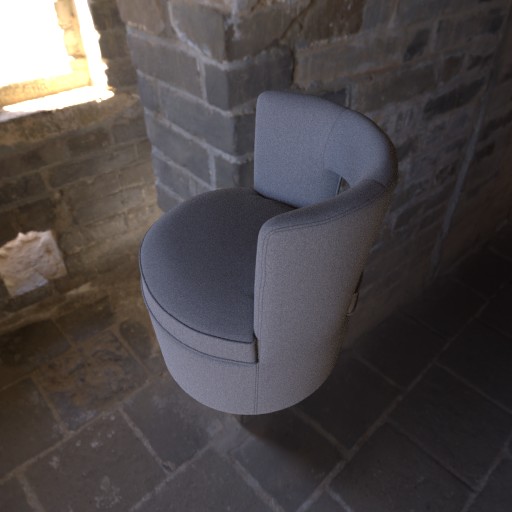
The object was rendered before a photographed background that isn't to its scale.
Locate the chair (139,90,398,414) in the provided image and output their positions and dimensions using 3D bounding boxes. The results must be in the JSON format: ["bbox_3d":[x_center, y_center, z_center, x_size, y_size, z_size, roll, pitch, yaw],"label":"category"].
[{"bbox_3d":[0.000,0.000,1.275,0.660,0.719,0.689,0,40,0],"label":"chair"}]
